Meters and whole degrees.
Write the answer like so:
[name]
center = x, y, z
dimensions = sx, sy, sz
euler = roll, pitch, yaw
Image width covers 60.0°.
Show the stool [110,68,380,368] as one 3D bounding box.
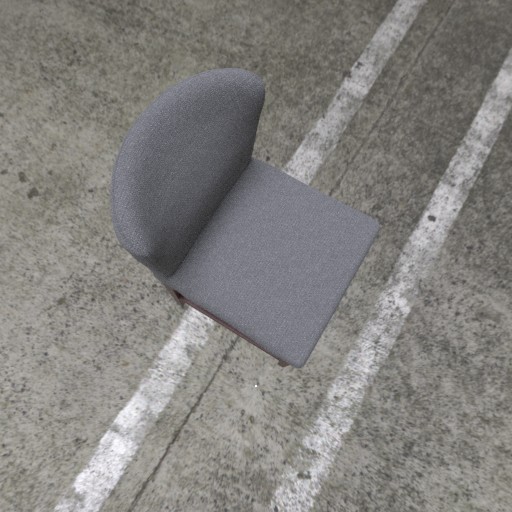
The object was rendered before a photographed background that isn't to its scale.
[stool]
center = 0.000, 0.000, 1.374
dimensions = 0.568, 1.069, 0.486
euler = 30, 76, 8
